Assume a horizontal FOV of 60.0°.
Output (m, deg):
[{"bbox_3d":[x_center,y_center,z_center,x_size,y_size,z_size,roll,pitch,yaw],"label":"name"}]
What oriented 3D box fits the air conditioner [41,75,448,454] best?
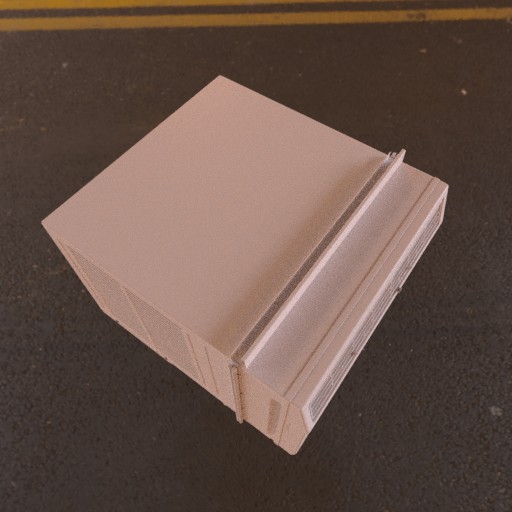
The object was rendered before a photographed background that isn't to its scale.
[{"bbox_3d":[0.000,0.000,0.899,0.546,0.388,0.503,32,63,18],"label":"air conditioner"}]
